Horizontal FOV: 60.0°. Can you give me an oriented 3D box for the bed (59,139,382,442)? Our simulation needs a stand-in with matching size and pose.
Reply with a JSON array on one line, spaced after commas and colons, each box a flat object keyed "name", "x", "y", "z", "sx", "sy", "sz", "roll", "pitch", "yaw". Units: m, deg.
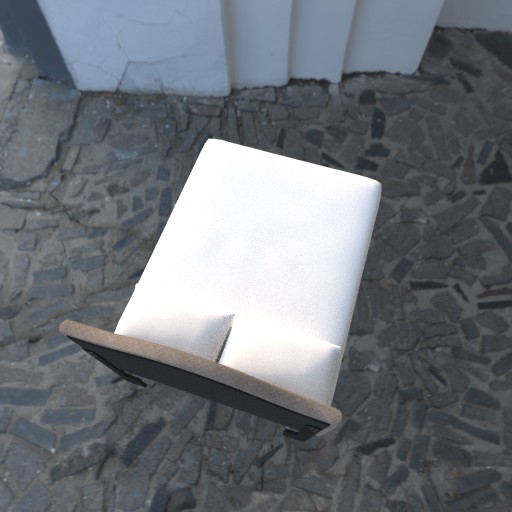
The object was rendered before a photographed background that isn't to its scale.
[{"name": "bed", "x": 0.000, "y": 0.000, "z": 3.336, "sx": 1.713, "sy": 1.518, "sz": 2.153, "roll": 16, "pitch": 65, "yaw": 8}]
